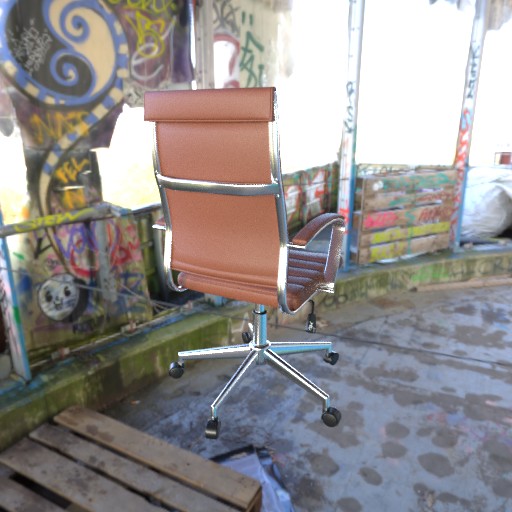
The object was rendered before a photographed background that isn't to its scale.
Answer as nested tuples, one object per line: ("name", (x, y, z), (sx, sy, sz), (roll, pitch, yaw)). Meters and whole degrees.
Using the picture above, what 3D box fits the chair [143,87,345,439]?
("chair", (0.000, 0.000, 1.680), (0.766, 1.149, 0.739), (9, 19, 26))
